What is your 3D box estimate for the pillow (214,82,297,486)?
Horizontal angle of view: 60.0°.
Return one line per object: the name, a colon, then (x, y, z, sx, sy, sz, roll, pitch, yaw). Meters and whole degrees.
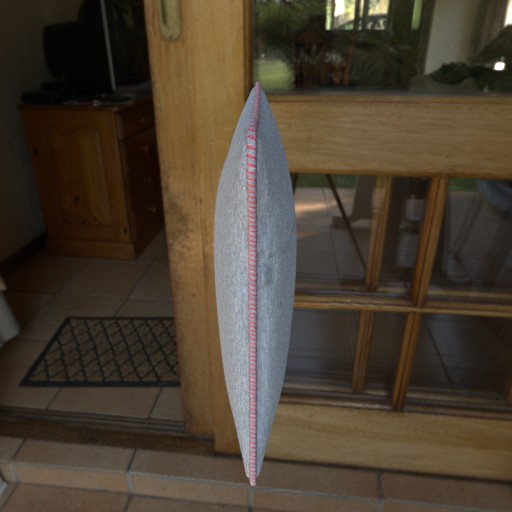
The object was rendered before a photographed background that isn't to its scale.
pillow: (0.000, 0.000, 0.714, 0.124, 0.491, 0.482, 0, 26, 1)
